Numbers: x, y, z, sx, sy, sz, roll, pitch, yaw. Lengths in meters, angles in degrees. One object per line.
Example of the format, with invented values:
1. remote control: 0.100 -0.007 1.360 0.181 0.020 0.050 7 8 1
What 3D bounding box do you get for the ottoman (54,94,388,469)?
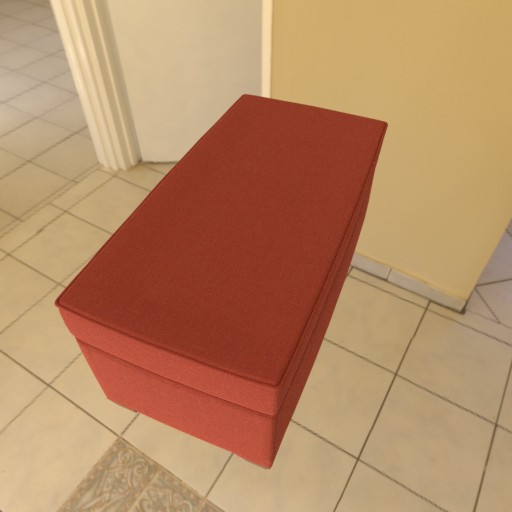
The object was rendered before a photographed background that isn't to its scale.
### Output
1. ottoman: 0.000 0.000 1.243 0.497 0.454 0.948 17 49 15
